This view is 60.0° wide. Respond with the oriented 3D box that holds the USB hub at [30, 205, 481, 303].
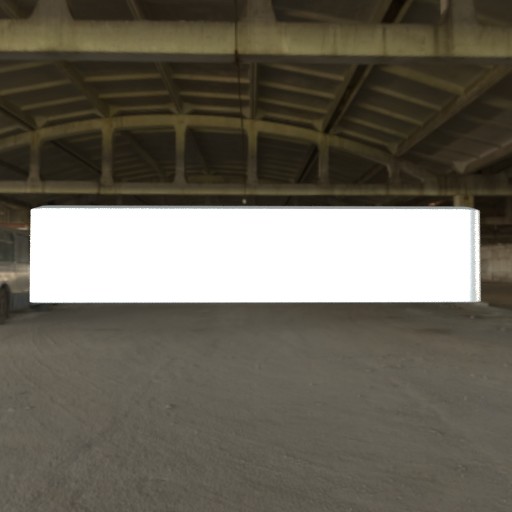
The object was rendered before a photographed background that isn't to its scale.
[{"bbox_3d":[0.000,0.000,0.127,0.110,0.023,0.044,0,-1,-1],"label":"USB hub"}]
